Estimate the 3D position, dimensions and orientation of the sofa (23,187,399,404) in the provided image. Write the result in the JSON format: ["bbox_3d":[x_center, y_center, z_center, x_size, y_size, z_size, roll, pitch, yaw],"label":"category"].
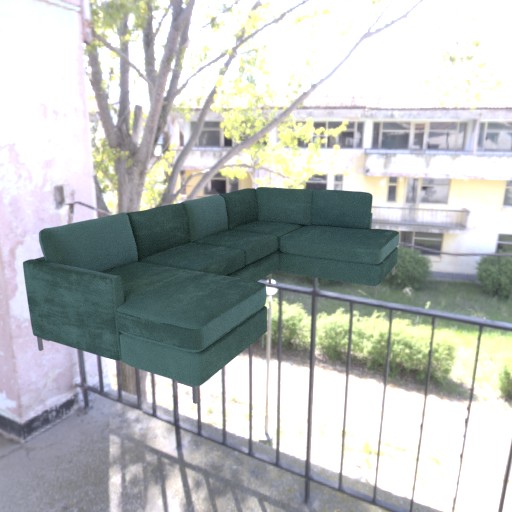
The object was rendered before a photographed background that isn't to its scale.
[{"bbox_3d":[0.000,0.000,4.267,2.055,0.992,3.434,8,17,27],"label":"sofa"}]
